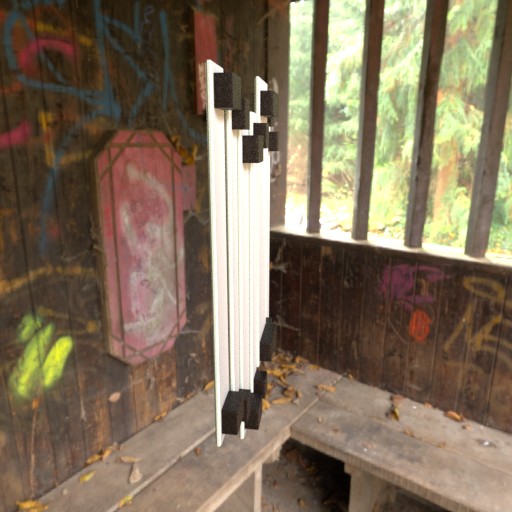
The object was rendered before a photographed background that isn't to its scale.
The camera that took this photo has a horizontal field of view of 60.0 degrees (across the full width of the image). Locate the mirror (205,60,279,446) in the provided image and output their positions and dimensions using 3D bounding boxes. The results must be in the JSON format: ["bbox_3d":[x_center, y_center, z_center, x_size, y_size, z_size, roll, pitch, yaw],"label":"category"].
[{"bbox_3d":[0.000,0.000,0.806,0.058,0.611,0.445,2,15,8],"label":"mirror"}]
